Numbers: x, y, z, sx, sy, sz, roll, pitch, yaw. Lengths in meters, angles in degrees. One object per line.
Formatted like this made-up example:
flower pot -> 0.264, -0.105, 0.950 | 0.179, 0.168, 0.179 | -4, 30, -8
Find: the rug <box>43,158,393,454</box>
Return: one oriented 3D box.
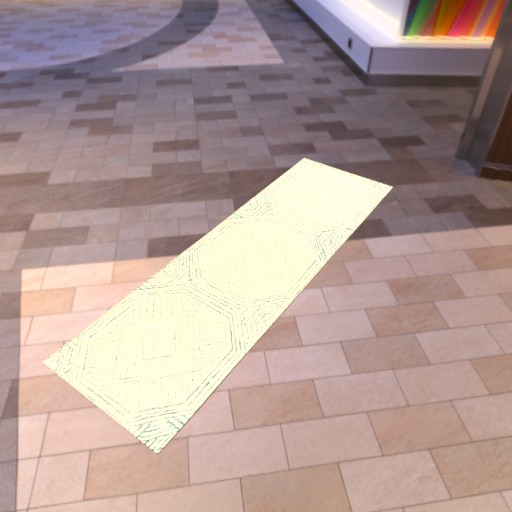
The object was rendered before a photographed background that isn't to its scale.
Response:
rug -> 0.000, 0.000, 2.706 | 0.775, 0.012, 2.452 | 25, 47, 26
